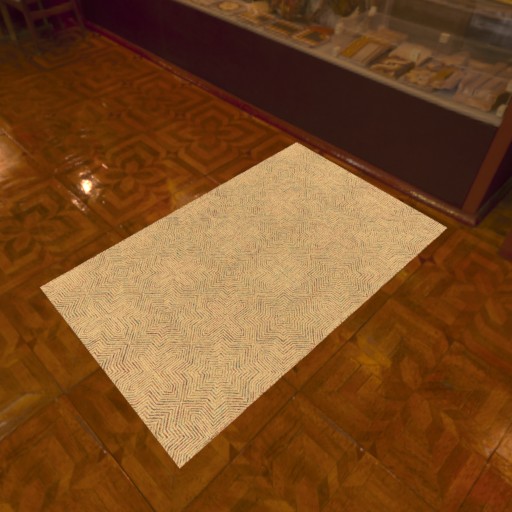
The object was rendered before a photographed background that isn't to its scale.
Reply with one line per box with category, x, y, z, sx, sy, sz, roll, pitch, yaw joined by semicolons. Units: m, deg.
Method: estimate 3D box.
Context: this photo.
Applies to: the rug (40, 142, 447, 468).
rug;0.000;0.000;3.066;2.428;0.007;1.519;-35;56;-27
